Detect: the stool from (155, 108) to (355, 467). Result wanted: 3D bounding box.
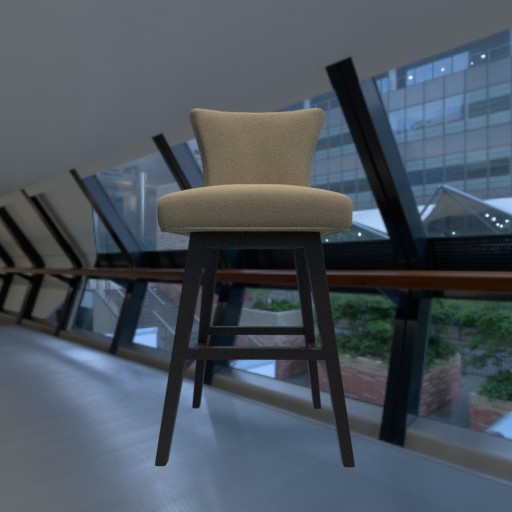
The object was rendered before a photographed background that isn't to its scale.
[{"bbox_3d":[0.000,0.000,1.415,0.514,1.086,0.574,0,0,1],"label":"stool"}]
